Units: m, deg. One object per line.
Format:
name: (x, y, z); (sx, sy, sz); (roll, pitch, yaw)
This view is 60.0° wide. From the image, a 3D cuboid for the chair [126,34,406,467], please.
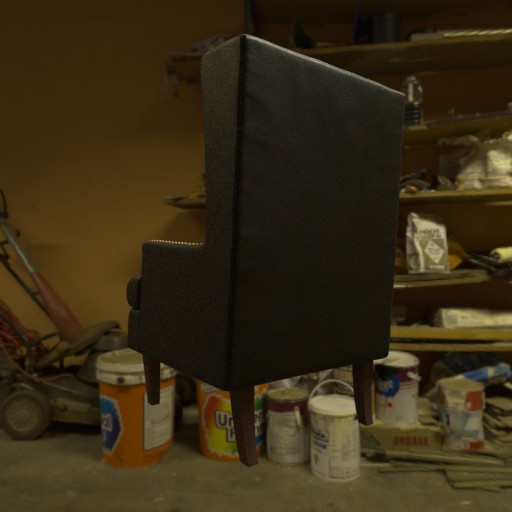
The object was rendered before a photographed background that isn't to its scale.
chair: (0.000, 0.000, 1.607); (0.703, 1.142, 0.799); (0, -1, -37)
